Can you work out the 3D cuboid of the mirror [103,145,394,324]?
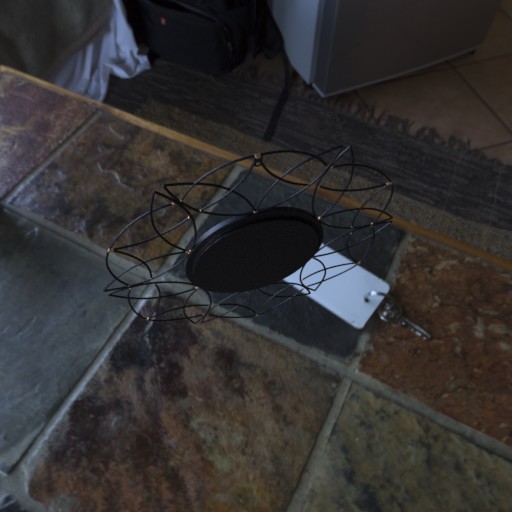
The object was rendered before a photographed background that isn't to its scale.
[{"bbox_3d":[0.000,0.000,1.176,0.797,0.775,0.028,-14,60,-8],"label":"mirror"}]
